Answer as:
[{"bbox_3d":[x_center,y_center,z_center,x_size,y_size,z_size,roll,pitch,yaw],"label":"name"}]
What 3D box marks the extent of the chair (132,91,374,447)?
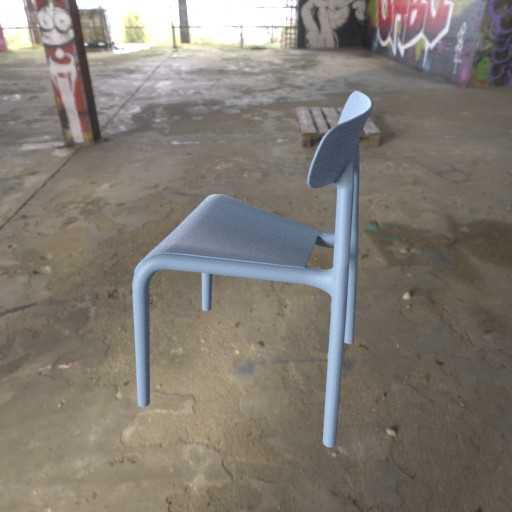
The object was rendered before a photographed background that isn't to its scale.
[{"bbox_3d":[0.000,0.000,0.852,0.401,0.580,0.356,9,31,15],"label":"chair"}]
